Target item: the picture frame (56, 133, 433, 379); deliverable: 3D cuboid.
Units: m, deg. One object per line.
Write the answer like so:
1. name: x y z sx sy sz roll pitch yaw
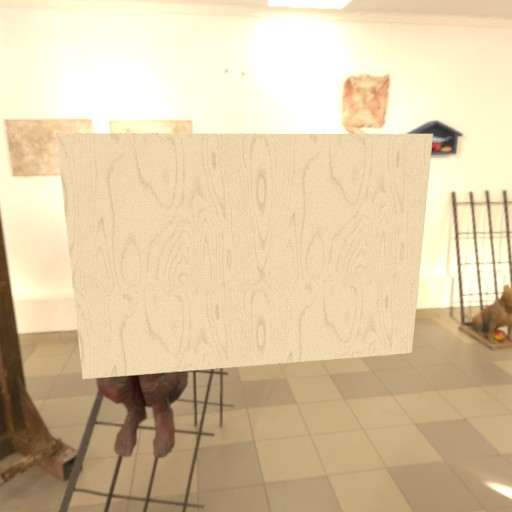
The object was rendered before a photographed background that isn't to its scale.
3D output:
1. picture frame: 0.000 0.000 1.202 0.950 0.640 0.029 -2 15 -9
